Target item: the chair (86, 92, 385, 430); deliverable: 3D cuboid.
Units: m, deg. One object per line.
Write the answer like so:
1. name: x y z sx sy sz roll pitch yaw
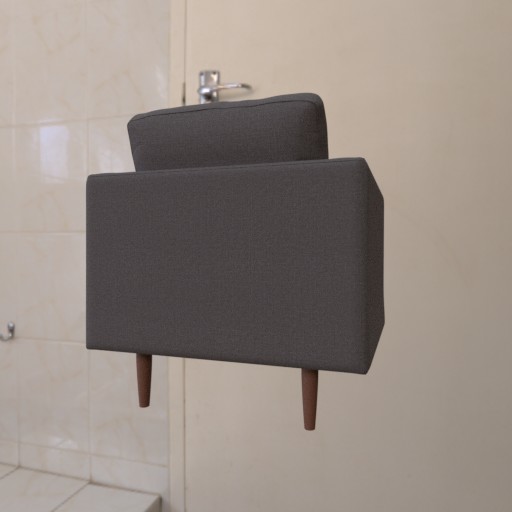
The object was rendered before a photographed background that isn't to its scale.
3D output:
1. chair: 0.000 0.000 1.581 0.854 0.927 0.800 0 1 19
